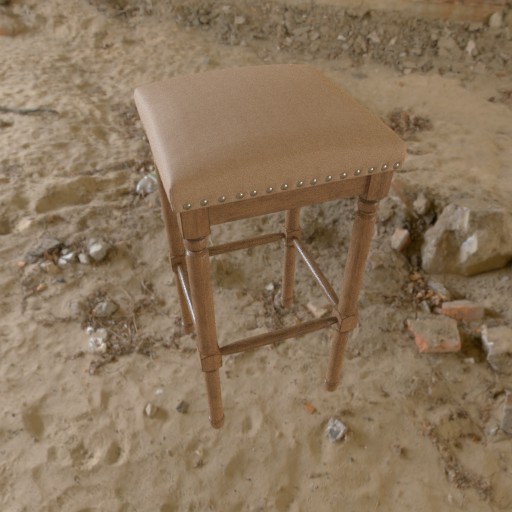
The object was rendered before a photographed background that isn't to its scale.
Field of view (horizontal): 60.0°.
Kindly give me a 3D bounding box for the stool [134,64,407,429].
[{"bbox_3d":[0.000,0.000,1.004,0.383,0.768,0.382,-13,44,-14],"label":"stool"}]
